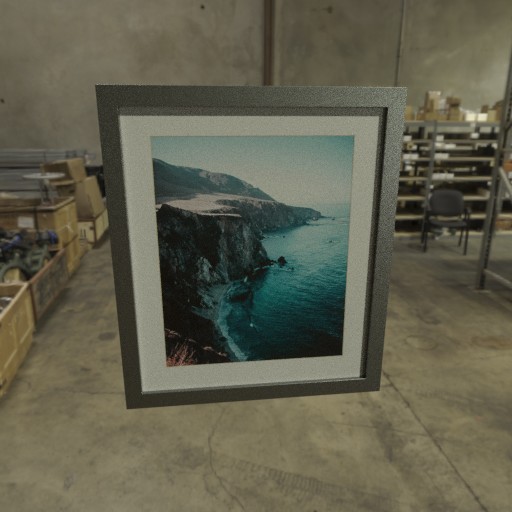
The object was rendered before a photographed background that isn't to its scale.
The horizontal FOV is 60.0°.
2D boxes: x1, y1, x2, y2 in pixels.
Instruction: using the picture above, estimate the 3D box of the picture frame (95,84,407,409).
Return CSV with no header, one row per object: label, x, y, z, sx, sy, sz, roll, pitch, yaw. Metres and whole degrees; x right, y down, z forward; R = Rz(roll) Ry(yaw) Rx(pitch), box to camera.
picture frame,0.000,0.000,1.355,0.839,0.968,0.073,-2,17,-7
